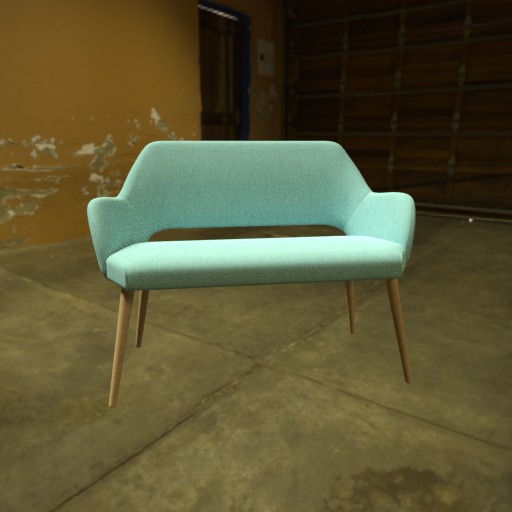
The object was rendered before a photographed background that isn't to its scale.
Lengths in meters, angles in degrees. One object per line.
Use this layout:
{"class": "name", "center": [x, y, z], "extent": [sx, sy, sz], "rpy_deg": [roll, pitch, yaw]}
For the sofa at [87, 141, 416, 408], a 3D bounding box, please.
{"class": "sofa", "center": [0.000, 0.000, 1.666], "extent": [1.150, 0.840, 0.610], "rpy_deg": [-2, 14, -8]}
